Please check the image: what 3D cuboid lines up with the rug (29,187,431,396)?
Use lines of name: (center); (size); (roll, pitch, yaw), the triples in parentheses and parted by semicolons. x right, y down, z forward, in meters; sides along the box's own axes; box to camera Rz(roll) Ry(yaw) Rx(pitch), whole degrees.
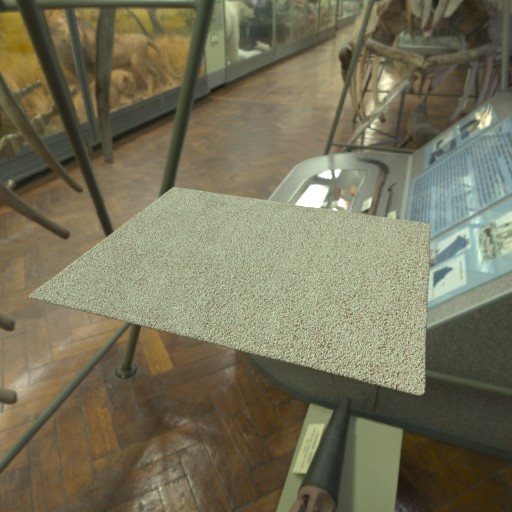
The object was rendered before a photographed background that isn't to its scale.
rug: (0.000, 0.000, 4.117); (3.047, 0.029, 2.438); (10, 33, 17)
